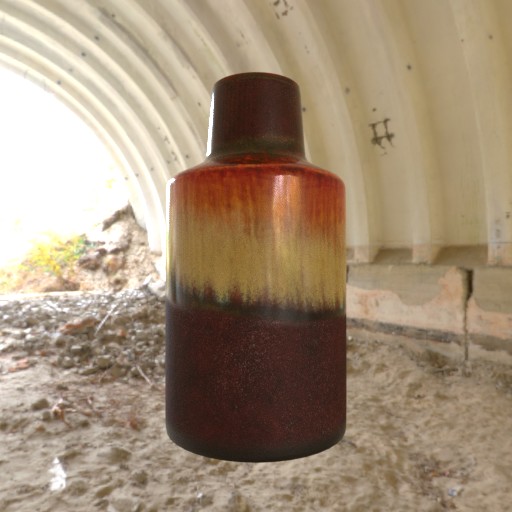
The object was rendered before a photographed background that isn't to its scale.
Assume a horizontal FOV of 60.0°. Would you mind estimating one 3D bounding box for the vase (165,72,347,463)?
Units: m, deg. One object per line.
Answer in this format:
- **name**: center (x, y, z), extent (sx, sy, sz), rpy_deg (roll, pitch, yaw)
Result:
- **vase**: center (0.000, 0.000, 0.270), extent (0.108, 0.204, 0.108), rpy_deg (0, -1, 0)
